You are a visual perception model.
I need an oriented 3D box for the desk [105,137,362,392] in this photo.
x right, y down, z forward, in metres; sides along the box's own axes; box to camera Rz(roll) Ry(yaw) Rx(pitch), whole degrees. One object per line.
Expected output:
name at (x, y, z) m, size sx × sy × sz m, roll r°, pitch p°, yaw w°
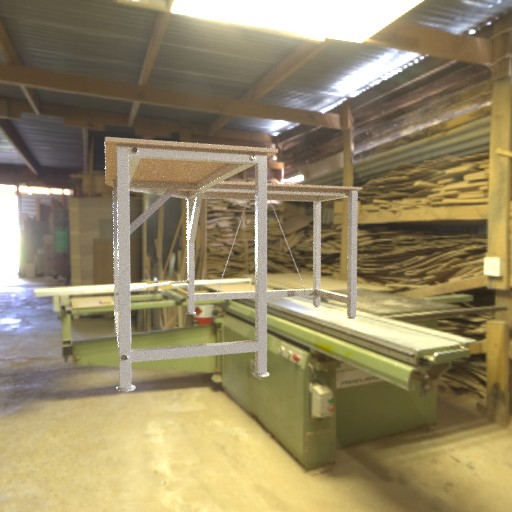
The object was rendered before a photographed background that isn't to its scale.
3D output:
desk at (0.000, 0.000, 2.190) m, size 1.400 × 0.762 × 1.400 m, roll -1°, pitch 2°, yaw -19°
